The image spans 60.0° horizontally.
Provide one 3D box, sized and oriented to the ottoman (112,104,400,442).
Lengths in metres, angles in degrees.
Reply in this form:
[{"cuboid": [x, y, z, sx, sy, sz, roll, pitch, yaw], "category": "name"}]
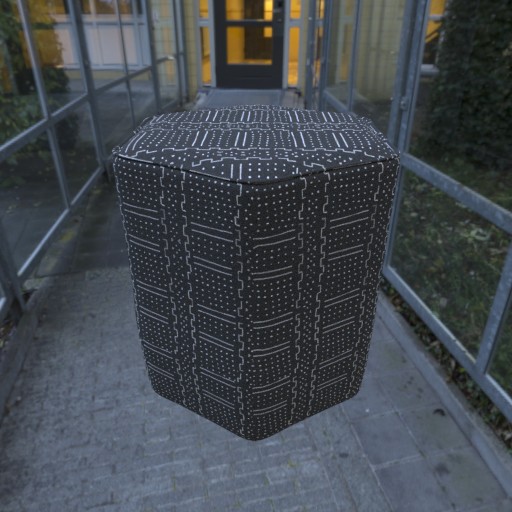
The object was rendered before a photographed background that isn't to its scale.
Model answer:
[{"cuboid": [0.000, 0.000, 0.872, 0.443, 0.502, 0.494, 1, 29, 1], "category": "ottoman"}]
